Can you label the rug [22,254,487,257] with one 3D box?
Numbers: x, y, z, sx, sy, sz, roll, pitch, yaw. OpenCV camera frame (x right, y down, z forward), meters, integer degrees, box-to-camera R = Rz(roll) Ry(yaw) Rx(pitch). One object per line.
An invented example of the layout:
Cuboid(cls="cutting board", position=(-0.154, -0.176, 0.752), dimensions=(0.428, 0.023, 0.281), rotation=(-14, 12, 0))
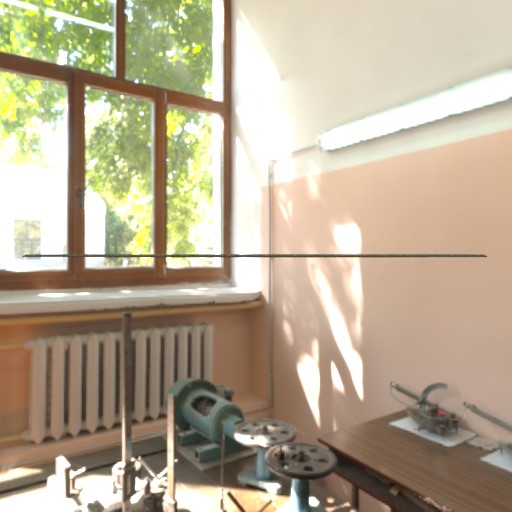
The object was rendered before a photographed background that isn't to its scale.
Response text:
Cuboid(cls="rug", position=(0.000, 0.000, 3.986), dimensions=(3.063, 0.024, 2.158), rotation=(0, 0, 1))
